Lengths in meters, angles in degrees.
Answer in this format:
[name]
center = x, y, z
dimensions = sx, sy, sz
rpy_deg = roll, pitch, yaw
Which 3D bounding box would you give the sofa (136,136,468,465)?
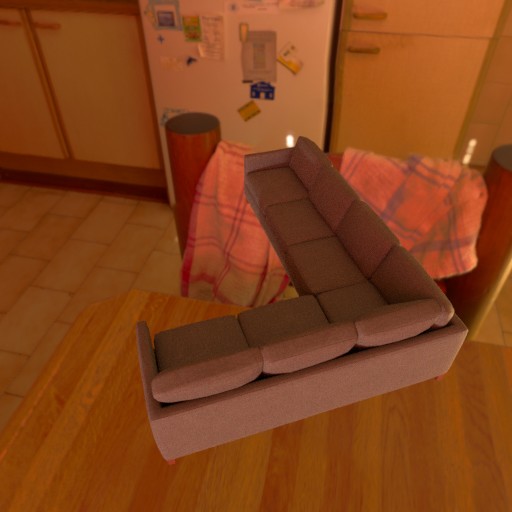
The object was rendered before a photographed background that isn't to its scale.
[sofa]
center = 0.000, 0.000, 4.571
dimensions = 2.593, 0.947, 3.302
rpy_deg = -12, 43, -13
